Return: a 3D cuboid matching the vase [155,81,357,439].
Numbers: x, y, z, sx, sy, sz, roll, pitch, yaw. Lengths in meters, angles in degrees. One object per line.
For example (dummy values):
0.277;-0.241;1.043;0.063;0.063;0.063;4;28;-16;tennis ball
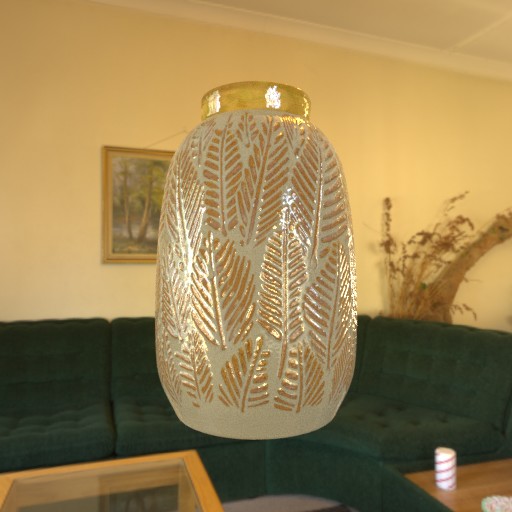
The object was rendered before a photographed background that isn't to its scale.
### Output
0.000;0.000;0.388;0.172;0.270;0.172;0;-1;0;vase
